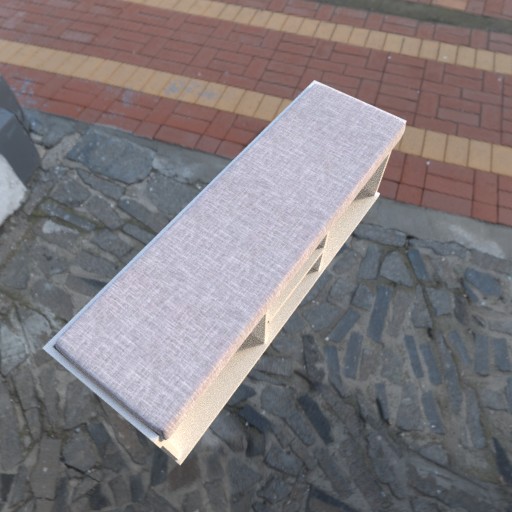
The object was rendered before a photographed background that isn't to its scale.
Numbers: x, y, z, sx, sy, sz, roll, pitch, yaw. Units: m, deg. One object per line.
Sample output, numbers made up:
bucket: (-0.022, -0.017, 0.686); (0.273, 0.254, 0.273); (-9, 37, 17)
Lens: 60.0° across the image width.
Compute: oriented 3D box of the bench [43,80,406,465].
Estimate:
bench: (0.000, 0.000, 1.405); (0.363, 0.453, 1.196); (32, 63, 18)
